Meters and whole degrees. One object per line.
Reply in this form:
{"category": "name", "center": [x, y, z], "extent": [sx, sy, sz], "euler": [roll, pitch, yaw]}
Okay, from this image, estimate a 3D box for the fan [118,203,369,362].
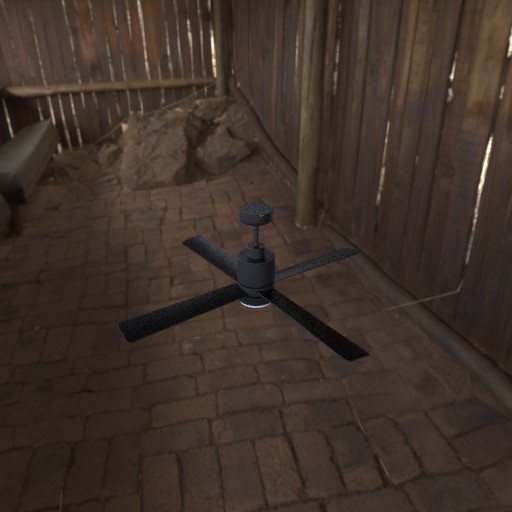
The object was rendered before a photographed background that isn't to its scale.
{"category": "fan", "center": [0.000, 0.000, 2.364], "extent": [1.525, 0.534, 1.525], "euler": [-17, 31, -31]}
